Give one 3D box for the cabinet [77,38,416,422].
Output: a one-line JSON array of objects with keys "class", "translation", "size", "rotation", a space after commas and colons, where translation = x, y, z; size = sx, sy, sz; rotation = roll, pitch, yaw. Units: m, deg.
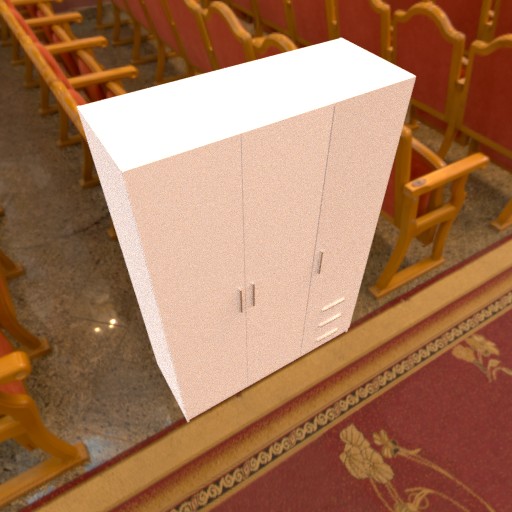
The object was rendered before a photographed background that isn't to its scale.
[{"class": "cabinet", "translation": [0.000, 0.000, 2.463], "size": [1.290, 1.910, 0.510], "rotation": [-24, 51, -21]}]
